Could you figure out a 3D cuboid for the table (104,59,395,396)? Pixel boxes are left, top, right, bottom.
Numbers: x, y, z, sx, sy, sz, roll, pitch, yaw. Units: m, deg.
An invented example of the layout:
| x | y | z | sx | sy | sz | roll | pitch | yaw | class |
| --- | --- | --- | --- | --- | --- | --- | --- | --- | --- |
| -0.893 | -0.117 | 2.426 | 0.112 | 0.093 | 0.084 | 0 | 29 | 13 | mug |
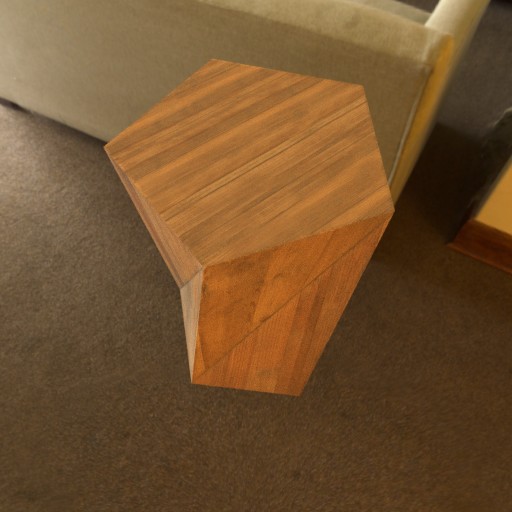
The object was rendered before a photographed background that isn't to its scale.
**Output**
| x | y | z | sx | sy | sz | roll | pitch | yaw | class |
| --- | --- | --- | --- | --- | --- | --- | --- | --- | --- |
| 0.000 | 0.000 | 0.900 | 0.425 | 0.604 | 0.441 | -15 | 58 | -10 | table |
